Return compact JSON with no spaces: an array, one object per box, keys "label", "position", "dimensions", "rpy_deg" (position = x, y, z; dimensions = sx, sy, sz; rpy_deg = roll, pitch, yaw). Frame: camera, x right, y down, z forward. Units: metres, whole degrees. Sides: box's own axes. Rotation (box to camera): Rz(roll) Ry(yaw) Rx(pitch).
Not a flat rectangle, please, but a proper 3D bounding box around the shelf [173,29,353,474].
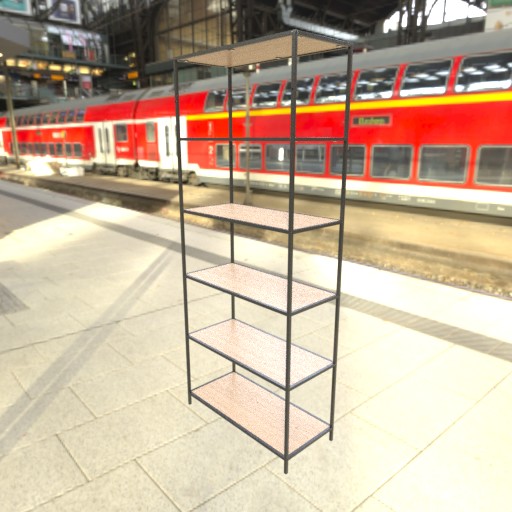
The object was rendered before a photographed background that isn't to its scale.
[{"label":"shelf","position":[0.000,0.000,2.171],"dimensions":[0.350,1.850,0.770],"rpy_deg":[-14,20,-42]}]
